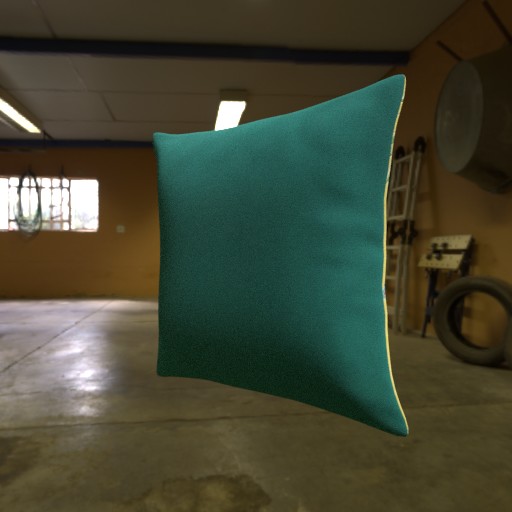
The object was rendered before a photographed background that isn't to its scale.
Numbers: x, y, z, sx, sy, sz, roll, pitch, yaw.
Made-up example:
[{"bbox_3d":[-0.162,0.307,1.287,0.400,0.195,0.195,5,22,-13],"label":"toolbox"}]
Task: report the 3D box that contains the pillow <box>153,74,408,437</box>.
[{"bbox_3d":[0.000,0.000,0.774,0.525,0.508,0.166,0,0,37],"label":"pillow"}]
